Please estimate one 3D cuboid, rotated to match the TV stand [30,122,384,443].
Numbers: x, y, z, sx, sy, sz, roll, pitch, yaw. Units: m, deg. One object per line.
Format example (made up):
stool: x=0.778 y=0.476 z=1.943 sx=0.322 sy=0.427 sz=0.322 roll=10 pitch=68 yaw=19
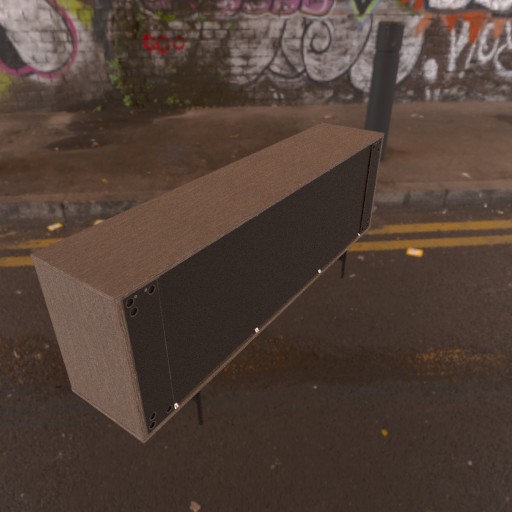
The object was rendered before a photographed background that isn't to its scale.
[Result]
TV stand: x=0.000 y=0.000 z=2.043 sx=0.405 sy=0.787 sz=1.804 roll=20 pitch=37 yaw=30
